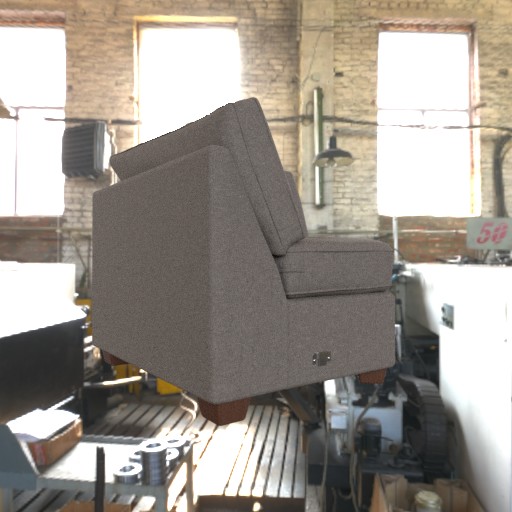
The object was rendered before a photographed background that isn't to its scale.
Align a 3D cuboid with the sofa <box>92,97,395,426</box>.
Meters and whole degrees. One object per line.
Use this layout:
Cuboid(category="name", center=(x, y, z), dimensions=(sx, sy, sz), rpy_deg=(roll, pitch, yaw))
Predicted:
Cuboid(category="sofa", center=(0.000, 0.000, 1.849), dimensions=(1.042, 0.951, 1.050), rpy_deg=(0, -1, -36))
